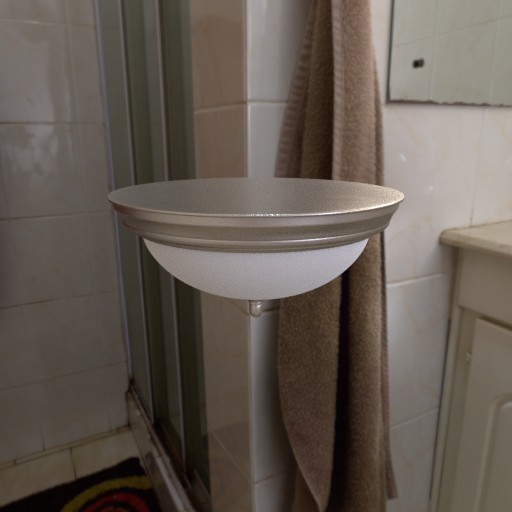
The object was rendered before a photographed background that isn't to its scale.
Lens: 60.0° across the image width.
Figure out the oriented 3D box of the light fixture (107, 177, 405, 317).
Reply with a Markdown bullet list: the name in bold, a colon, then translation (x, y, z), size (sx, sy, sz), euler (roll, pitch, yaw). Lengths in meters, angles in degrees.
- **light fixture**: translation (0.000, 0.000, 0.455), size (0.280, 0.135, 0.280), euler (0, 15, 0)
